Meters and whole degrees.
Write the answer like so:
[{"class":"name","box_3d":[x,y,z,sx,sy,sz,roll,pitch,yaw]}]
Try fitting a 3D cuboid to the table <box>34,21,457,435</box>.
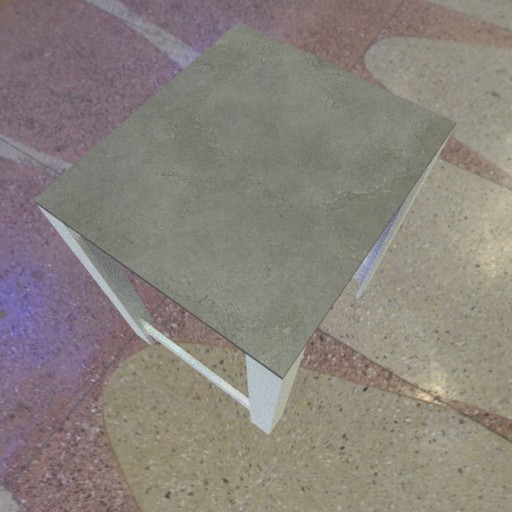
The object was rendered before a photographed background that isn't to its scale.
[{"class":"table","box_3d":[0.000,0.000,1.537,0.700,1.020,0.800,32,67,16]}]
